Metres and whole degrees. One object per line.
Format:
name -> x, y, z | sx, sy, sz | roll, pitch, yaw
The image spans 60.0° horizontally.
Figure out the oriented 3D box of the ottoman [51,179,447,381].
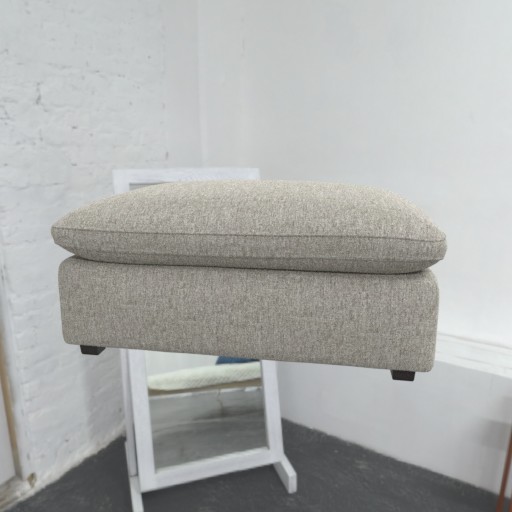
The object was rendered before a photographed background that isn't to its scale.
ottoman -> 0.000, 0.000, 1.375 | 0.977, 0.451, 0.694 | 2, 15, 9
